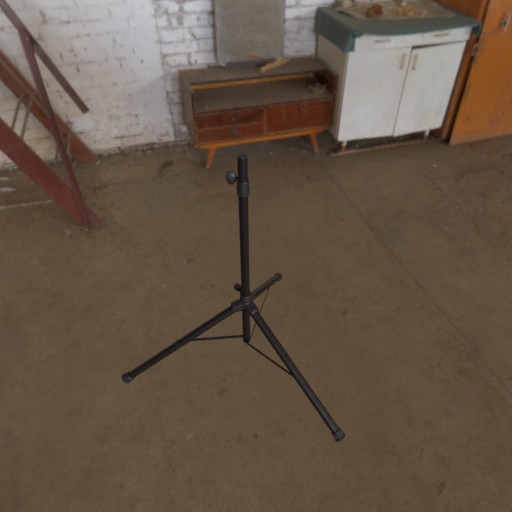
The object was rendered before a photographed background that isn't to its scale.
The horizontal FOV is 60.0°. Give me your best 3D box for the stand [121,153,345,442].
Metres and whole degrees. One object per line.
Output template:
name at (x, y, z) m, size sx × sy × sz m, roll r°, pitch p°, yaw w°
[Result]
stand at (0.000, 0.000, 1.900) m, size 1.045 × 1.136 × 0.907 m, roll 12°, pitch 44°, yaw 13°
